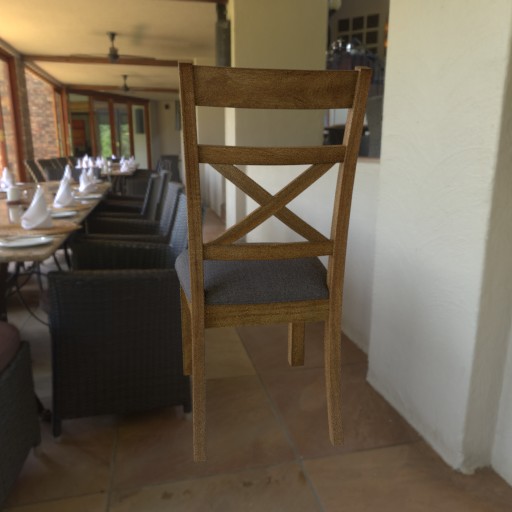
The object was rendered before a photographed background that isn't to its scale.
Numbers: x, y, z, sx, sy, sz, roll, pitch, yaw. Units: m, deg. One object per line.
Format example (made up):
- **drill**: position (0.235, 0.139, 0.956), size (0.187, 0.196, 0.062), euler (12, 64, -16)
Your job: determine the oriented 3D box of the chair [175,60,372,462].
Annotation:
- **chair**: position (0.000, 0.000, 1.281), size (0.470, 0.949, 0.581), euler (-2, 13, -10)
